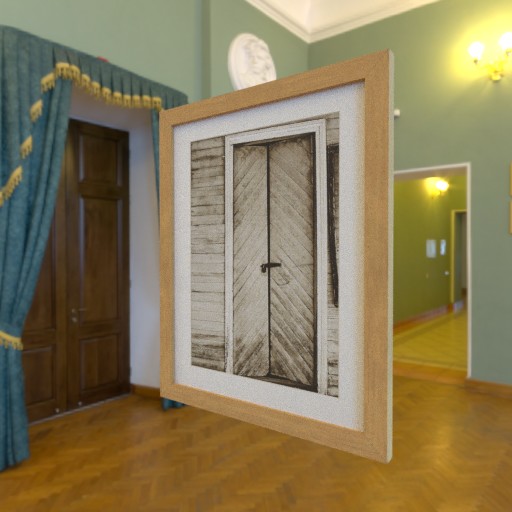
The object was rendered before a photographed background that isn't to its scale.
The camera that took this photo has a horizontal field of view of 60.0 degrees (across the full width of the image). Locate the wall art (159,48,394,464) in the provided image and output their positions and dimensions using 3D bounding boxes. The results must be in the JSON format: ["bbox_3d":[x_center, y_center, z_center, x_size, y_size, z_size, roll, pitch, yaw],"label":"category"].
[{"bbox_3d":[0.000,0.000,0.744,0.460,0.561,0.020,1,1,37],"label":"wall art"}]
